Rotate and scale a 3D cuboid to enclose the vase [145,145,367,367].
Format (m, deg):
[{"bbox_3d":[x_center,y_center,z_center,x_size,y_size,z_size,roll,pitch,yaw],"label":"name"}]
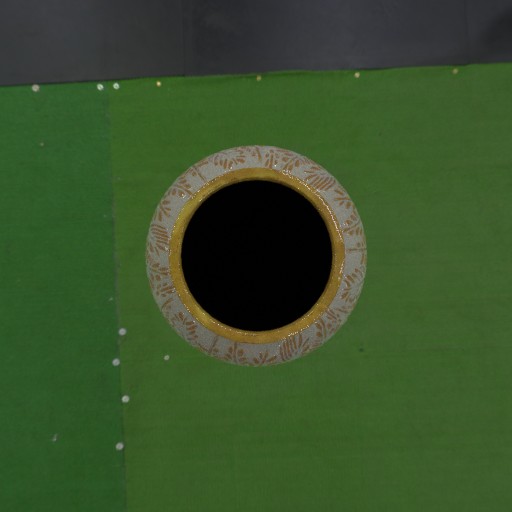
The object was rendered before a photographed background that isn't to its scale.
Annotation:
[{"bbox_3d":[0.000,0.000,0.374,0.172,0.270,0.172,0,90,0],"label":"vase"}]
